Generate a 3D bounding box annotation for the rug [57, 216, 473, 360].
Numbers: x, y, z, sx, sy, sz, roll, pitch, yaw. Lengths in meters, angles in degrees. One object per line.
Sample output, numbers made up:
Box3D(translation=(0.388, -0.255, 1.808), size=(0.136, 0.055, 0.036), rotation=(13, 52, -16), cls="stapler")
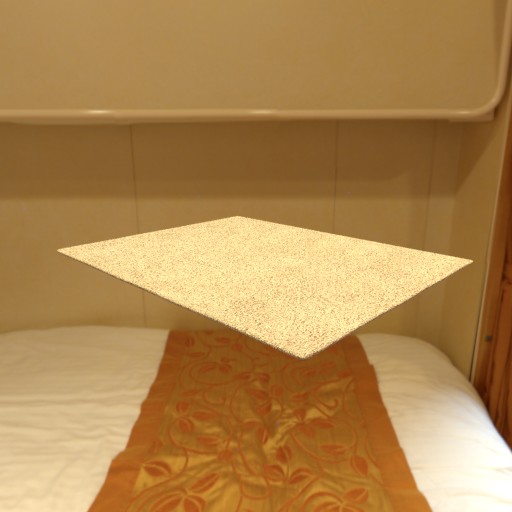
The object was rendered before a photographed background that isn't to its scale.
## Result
Box3D(translation=(0.000, 0.000, 4.118), size=(3.047, 0.029, 2.438), rotation=(15, 22, 42), cls="rug")
